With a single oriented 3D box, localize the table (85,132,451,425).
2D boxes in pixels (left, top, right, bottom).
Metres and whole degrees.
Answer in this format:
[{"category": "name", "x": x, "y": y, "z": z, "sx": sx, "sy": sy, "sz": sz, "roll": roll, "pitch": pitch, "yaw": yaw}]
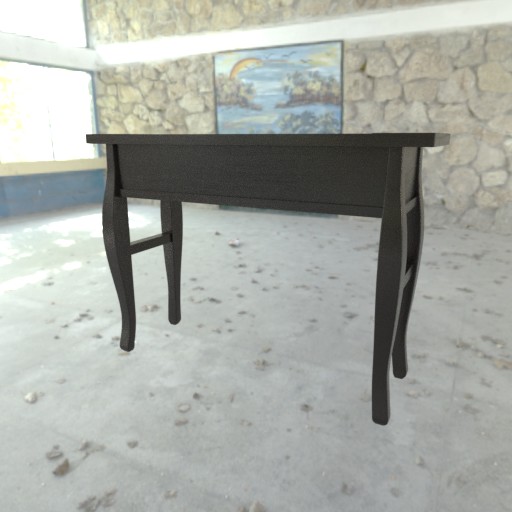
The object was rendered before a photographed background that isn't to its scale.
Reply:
[{"category": "table", "x": 0.000, "y": 0.000, "z": 1.446, "sx": 1.062, "sy": 0.768, "sz": 0.373, "roll": 8, "pitch": 17, "yaw": 27}]
